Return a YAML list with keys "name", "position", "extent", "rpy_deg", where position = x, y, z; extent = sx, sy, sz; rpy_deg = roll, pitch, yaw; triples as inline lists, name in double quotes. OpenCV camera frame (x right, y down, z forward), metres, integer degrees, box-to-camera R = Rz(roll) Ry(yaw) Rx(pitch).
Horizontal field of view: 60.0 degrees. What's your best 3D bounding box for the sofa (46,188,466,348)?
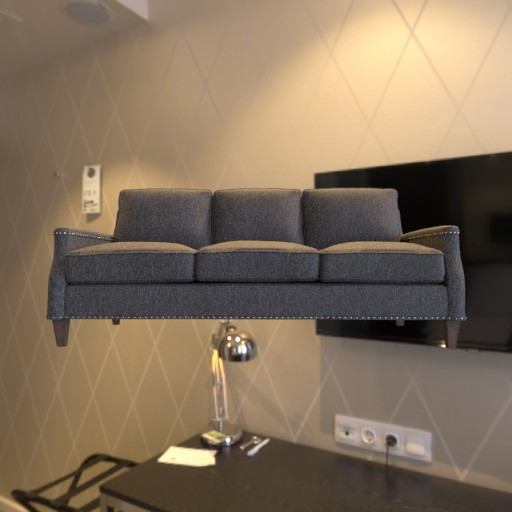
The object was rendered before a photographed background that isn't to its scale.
- name: "sofa"
  position: [0.000, 0.000, 2.880]
  extent: [2.246, 1.003, 1.084]
  rpy_deg: [0, -1, 1]
